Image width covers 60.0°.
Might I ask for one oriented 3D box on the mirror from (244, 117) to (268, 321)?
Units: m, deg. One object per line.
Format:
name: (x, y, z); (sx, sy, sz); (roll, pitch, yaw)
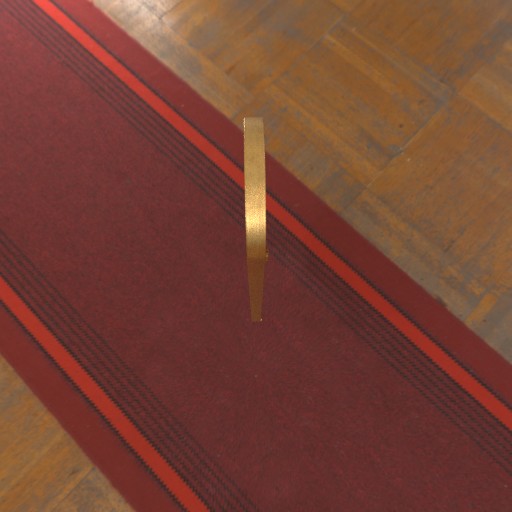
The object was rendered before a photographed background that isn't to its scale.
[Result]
mirror: (0.000, 0.000, 1.073); (0.032, 0.991, 0.222); (-1, 75, 0)
